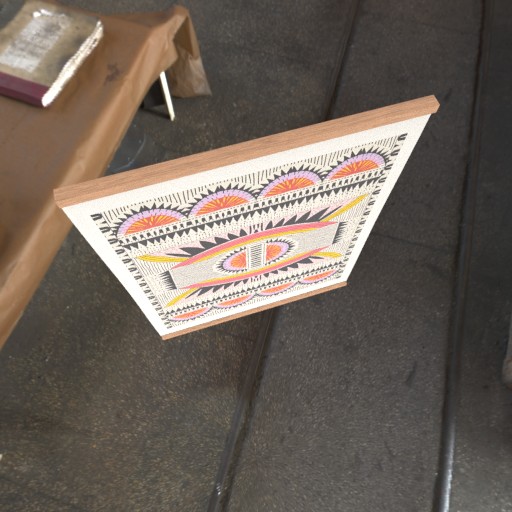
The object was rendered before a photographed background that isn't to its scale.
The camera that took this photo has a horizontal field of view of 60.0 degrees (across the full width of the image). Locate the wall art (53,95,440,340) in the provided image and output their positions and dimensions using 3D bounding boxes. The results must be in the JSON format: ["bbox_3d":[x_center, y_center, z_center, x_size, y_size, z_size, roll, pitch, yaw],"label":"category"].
[{"bbox_3d":[0.000,0.000,1.305,0.765,1.016,0.028,-16,66,-7],"label":"wall art"}]
